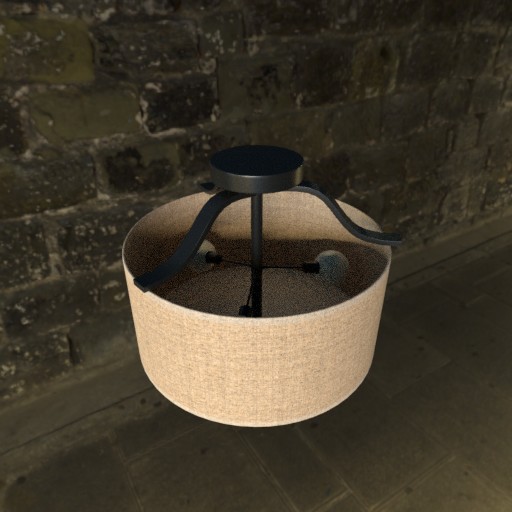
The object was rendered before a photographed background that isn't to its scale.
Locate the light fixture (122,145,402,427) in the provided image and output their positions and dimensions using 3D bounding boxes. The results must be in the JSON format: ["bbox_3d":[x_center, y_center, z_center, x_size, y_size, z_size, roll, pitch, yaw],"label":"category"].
[{"bbox_3d":[0.000,0.000,0.671,0.390,0.306,0.390,0,31,0],"label":"light fixture"}]
